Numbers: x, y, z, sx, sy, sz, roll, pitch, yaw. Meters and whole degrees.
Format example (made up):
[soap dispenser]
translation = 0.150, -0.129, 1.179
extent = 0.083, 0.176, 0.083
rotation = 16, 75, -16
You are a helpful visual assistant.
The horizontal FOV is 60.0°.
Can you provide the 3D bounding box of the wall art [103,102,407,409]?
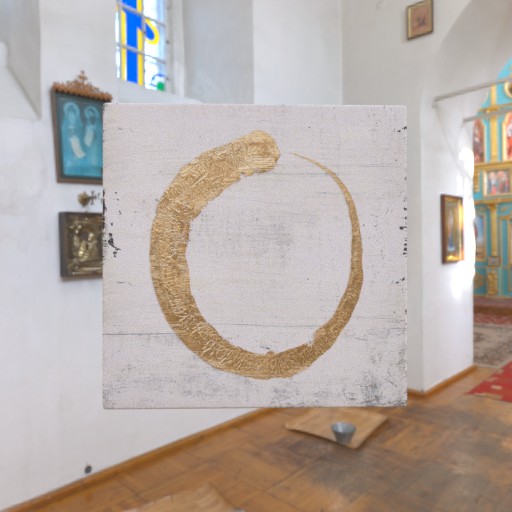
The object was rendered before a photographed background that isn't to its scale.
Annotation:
[wall art]
translation = 0.000, 0.000, 1.128
extent = 0.762, 0.762, 0.038
rotation = 0, 0, -2
